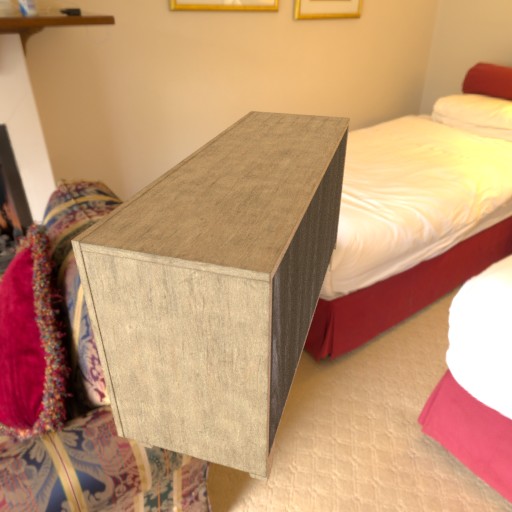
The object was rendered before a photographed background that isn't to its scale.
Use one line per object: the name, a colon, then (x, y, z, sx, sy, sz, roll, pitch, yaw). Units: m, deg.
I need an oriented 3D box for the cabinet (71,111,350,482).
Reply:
cabinet: (0.000, 0.000, 1.827, 0.511, 0.825, 1.460, 9, 32, 15)
